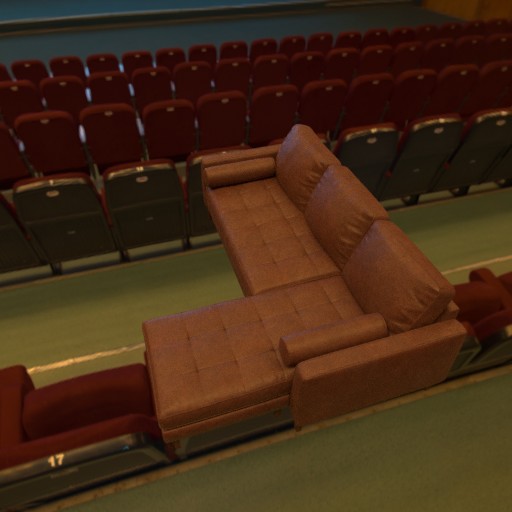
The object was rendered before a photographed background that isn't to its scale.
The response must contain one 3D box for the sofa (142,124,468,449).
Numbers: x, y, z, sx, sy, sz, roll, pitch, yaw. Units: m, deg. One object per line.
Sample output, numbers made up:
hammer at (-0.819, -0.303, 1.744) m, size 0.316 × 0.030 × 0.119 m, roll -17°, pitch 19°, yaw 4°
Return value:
sofa at (0.000, 0.000, 2.955) m, size 1.613 × 0.841 × 2.185 m, roll -12°, pitch 44°, yaw -13°
